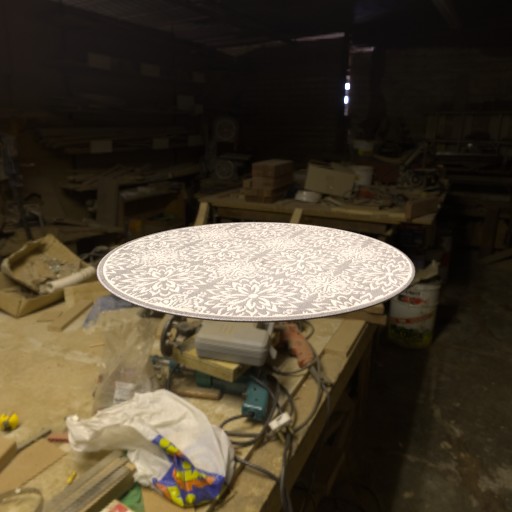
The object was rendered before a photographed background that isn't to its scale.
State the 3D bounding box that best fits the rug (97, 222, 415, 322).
[{"bbox_3d":[0.000,0.000,2.342,1.593,0.012,1.593,0,17,0],"label":"rug"}]
